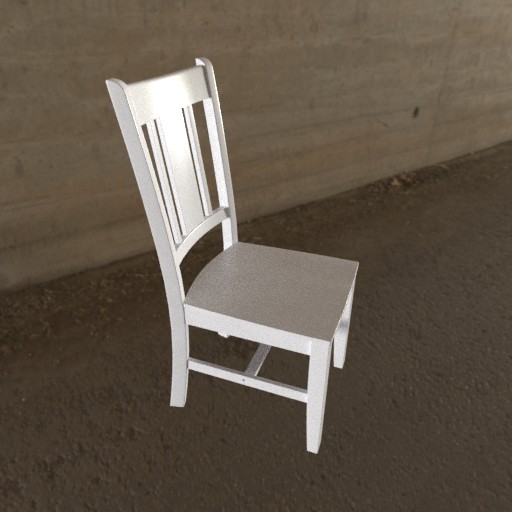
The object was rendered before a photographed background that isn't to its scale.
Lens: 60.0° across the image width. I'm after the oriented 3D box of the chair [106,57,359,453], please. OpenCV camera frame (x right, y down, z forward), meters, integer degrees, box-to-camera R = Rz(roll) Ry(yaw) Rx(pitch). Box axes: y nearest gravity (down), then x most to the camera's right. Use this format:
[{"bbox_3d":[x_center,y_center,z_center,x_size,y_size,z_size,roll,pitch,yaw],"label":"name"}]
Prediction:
[{"bbox_3d":[0.000,0.000,1.287,0.555,0.998,0.450,11,32,18],"label":"chair"}]
